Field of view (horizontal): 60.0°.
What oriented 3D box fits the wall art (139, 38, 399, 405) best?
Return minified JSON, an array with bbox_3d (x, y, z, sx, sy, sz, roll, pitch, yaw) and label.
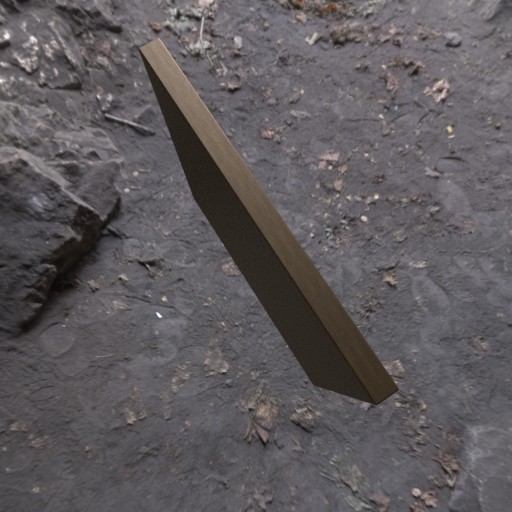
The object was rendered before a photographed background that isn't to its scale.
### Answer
[{"bbox_3d":[0.000,0.000,0.749,0.030,0.506,0.503,-32,78,-7],"label":"wall art"}]
